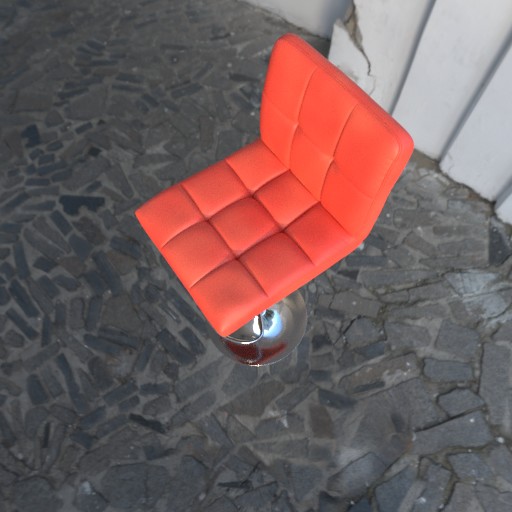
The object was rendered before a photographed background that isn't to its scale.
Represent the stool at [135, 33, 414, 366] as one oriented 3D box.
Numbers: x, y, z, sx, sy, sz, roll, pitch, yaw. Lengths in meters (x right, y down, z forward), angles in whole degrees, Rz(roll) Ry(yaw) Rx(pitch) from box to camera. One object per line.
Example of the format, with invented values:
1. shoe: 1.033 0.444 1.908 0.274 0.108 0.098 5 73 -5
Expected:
1. stool: 0.000 0.000 1.361 0.505 1.115 0.430 -33 68 -15
